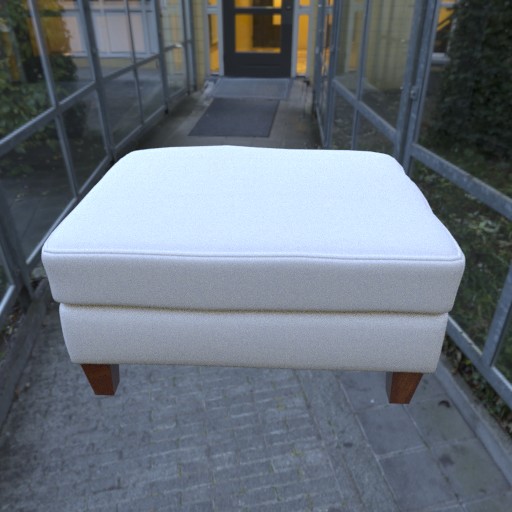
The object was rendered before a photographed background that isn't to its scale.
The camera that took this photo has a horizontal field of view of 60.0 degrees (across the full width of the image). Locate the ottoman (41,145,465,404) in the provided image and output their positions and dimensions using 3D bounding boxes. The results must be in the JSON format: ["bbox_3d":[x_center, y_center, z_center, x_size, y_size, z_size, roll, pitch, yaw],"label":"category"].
[{"bbox_3d":[0.000,0.000,1.174,0.818,0.479,0.634,1,31,2],"label":"ottoman"}]
